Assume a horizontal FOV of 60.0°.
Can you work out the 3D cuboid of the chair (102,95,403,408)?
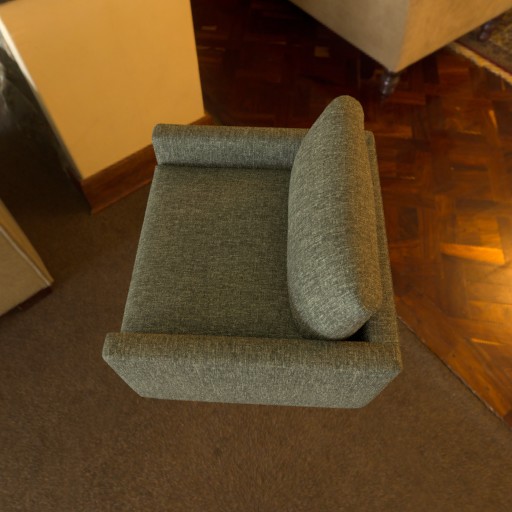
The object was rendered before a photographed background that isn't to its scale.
[{"bbox_3d":[0.000,0.000,1.630,0.866,0.861,0.963,2,59,1],"label":"chair"}]
